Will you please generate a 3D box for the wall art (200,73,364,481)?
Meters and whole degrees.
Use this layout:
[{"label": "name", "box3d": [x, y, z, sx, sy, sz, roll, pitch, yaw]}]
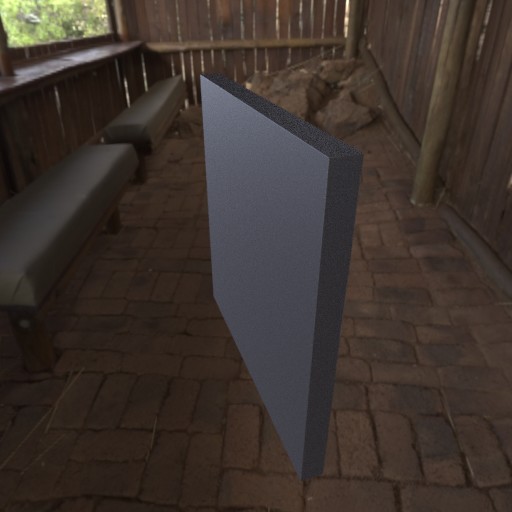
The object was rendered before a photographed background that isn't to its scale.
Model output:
[{"label": "wall art", "box3d": [0.000, 0.000, 0.754, 0.038, 0.507, 0.507, -10, 32, -17]}]
